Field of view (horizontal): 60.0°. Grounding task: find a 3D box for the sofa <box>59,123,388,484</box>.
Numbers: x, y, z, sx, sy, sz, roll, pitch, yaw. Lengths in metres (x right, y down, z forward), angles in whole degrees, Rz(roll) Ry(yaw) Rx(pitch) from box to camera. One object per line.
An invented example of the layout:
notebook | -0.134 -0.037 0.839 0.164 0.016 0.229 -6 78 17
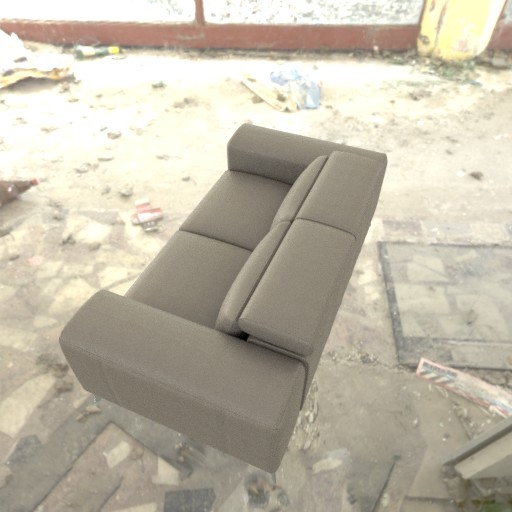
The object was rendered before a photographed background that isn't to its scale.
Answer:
sofa | 0.000 0.000 2.450 1.024 0.753 1.930 17 48 16
